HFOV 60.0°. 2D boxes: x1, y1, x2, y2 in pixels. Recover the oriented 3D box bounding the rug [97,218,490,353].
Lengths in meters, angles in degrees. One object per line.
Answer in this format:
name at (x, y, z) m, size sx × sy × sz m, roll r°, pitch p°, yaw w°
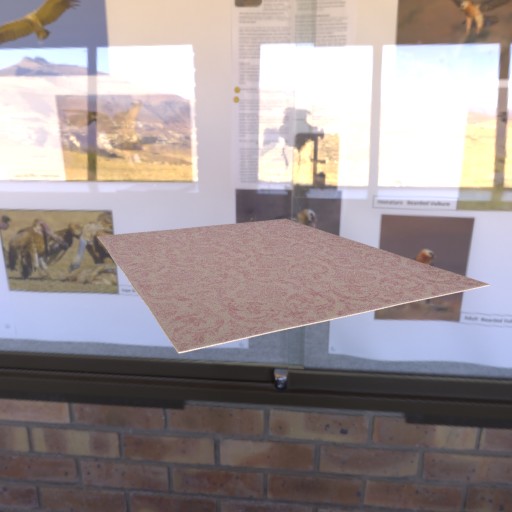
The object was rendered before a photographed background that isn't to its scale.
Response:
rug at (0.000, 0.000, 4.030) m, size 2.363 × 0.012 × 2.980 m, roll -7°, pitch 17°, yaw -26°
